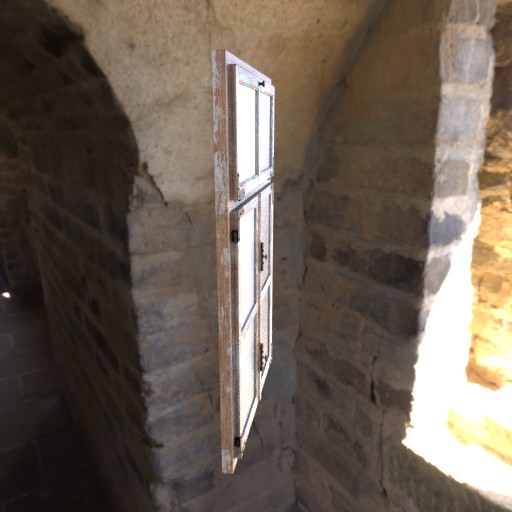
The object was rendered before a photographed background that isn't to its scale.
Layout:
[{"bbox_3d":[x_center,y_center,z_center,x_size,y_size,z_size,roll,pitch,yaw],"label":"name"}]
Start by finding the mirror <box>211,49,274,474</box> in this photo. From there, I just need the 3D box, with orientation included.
[{"bbox_3d":[0.000,0.000,1.543,0.083,1.213,0.707,3,17,10],"label":"mirror"}]
